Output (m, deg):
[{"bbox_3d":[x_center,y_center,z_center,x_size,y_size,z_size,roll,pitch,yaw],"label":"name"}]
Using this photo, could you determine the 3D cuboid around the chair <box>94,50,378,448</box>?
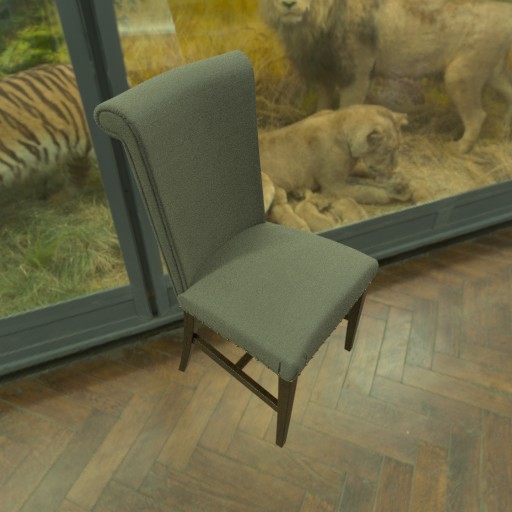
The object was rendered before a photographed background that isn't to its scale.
[{"bbox_3d":[0.000,0.000,1.347,0.608,0.988,0.513,26,48,27],"label":"chair"}]
